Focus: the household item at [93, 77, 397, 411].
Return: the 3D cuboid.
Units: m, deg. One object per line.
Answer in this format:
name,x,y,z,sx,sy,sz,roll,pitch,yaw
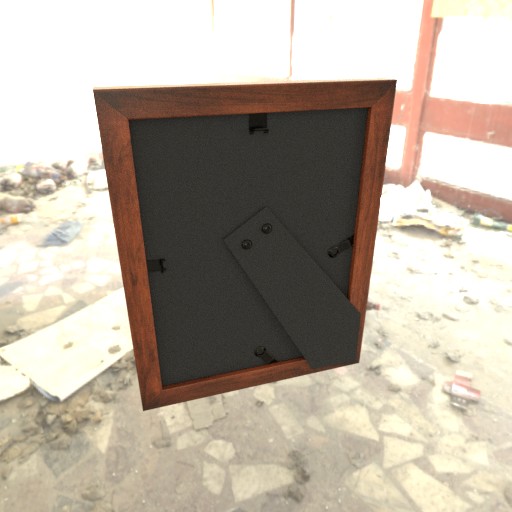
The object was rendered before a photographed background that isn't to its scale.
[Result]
household item,0.000,0.000,0.342,0.200,0.250,0.020,-8,28,-15
